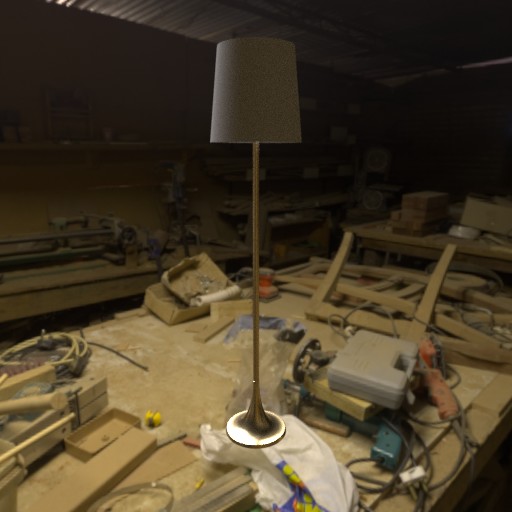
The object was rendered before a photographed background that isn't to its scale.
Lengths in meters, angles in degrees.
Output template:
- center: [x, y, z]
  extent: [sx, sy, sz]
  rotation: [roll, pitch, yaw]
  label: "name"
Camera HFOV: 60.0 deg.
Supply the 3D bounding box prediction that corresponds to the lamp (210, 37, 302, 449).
- center: [0.000, 0.000, 1.742]
  extent: [0.337, 1.543, 0.337]
  rotation: [0, 13, 0]
  label: "lamp"
